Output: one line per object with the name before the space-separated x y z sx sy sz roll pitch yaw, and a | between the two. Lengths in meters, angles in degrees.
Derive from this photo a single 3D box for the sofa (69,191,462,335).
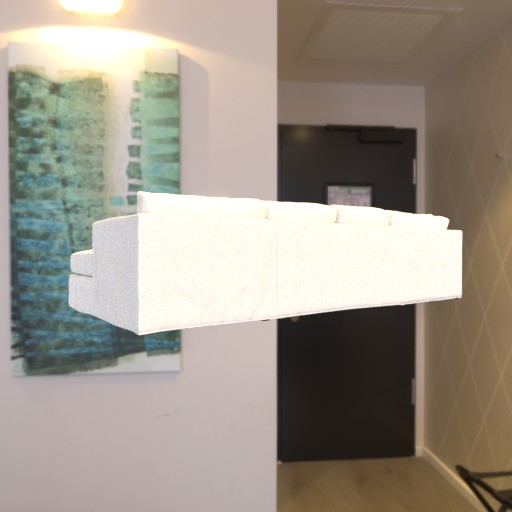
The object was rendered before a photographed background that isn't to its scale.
sofa | 0.000 0.000 4.476 3.460 0.882 2.427 0 1 -36
